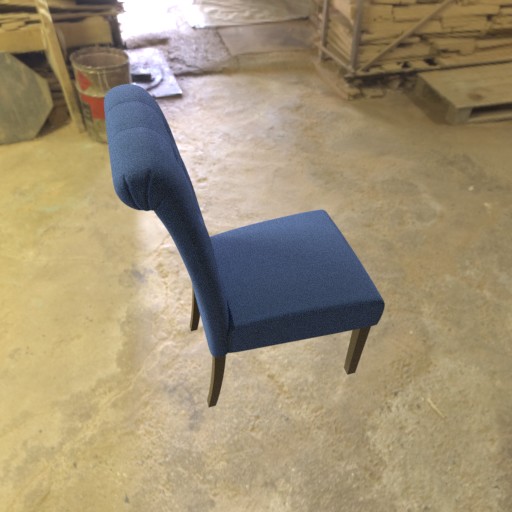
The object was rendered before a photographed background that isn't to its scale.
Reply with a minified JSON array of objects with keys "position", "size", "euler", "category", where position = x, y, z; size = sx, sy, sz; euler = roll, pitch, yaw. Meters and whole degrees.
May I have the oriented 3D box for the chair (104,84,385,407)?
[{"position":[0.000,0.000,1.347],"size":[0.671,1.006,0.456],"euler":[-12,46,-12],"category":"chair"}]
